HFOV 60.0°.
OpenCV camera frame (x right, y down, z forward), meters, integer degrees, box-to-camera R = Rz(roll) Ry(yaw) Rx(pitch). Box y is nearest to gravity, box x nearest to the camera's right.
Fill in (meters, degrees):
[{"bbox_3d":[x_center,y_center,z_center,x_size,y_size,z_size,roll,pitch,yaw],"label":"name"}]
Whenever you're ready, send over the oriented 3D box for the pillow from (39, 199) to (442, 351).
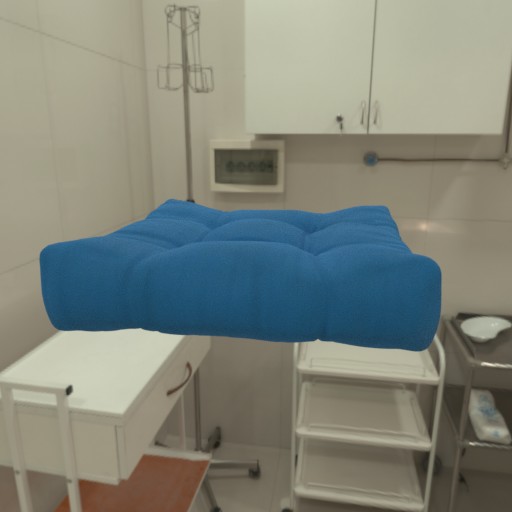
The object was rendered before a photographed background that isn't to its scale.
[{"bbox_3d":[0.000,0.000,0.731,0.490,0.128,0.468,2,15,9],"label":"pillow"}]
